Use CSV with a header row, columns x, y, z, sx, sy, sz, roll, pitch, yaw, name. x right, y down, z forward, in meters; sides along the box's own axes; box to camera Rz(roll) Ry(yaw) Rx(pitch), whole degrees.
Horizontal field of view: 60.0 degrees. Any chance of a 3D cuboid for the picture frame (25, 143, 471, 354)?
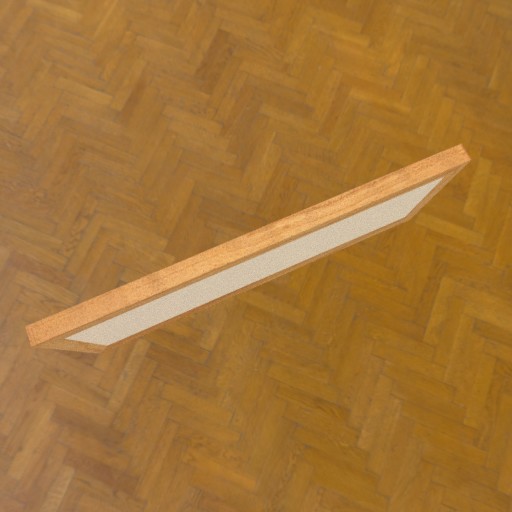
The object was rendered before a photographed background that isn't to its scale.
x,y,z,sx,sy,sz,roll,pitch,yaw,name
0.000,0.000,0.656,0.582,0.234,0.045,-23,77,-6,picture frame
